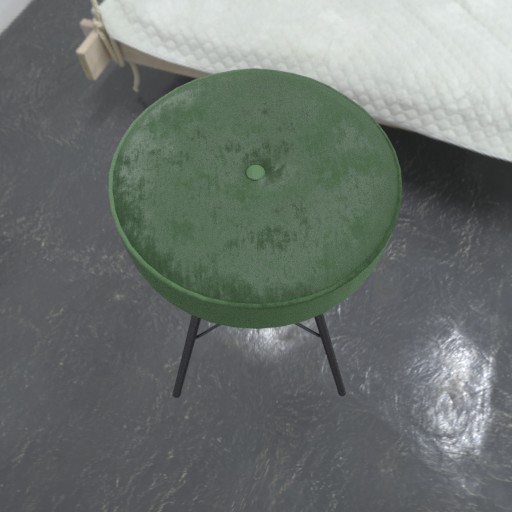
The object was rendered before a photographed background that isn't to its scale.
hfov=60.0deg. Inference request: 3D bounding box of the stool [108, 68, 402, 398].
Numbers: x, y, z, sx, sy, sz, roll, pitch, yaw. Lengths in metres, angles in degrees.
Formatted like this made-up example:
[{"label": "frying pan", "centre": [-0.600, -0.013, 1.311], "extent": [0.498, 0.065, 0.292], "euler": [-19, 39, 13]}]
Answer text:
[{"label": "stool", "centre": [0.000, 0.000, 0.897], "extent": [0.430, 0.595, 0.457], "euler": [0, 63, 0]}]
